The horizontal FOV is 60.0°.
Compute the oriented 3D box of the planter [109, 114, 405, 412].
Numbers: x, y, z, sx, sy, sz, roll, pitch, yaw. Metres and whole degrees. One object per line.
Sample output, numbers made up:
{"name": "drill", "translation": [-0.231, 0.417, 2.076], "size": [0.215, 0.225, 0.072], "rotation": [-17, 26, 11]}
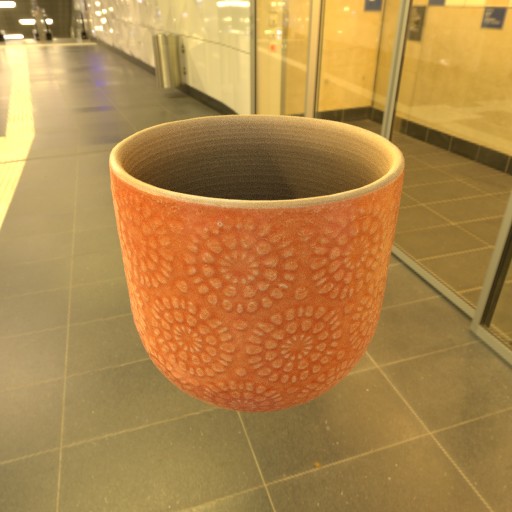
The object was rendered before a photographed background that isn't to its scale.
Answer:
{"name": "planter", "translation": [0.000, 0.000, 0.288], "size": [0.170, 0.152, 0.170], "rotation": [0, 30, 0]}
